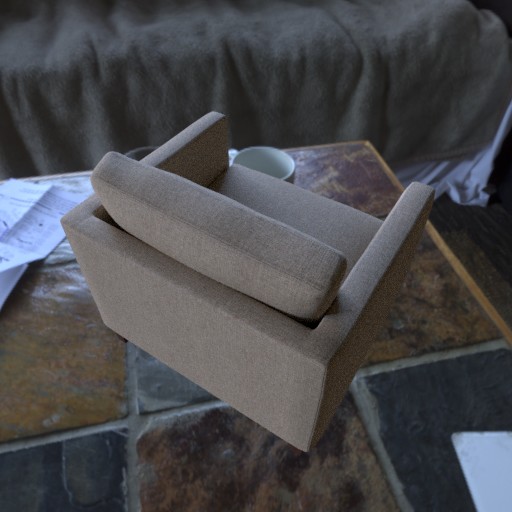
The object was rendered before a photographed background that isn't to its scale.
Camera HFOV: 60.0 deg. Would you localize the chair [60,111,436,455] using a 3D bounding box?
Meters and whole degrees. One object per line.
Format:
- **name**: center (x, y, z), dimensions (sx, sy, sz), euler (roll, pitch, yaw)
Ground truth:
- **chair**: center (0.000, 0.000, 1.847), dimensions (1.107, 0.987, 0.959), euler (25, 52, 22)
